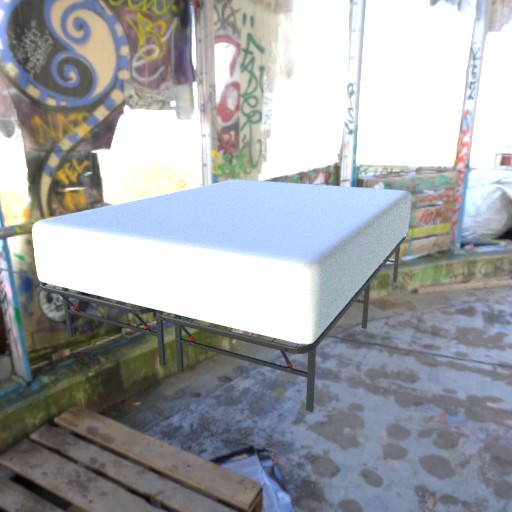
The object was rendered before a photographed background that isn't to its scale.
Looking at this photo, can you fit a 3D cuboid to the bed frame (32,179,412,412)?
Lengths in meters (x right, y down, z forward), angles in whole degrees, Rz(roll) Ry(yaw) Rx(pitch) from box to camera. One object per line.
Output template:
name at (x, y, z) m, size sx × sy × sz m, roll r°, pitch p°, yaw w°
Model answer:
bed frame at (0.000, 0.000, 2.805) m, size 1.528 × 0.677 × 2.037 m, roll 9°, pitch 19°, yaw 27°
